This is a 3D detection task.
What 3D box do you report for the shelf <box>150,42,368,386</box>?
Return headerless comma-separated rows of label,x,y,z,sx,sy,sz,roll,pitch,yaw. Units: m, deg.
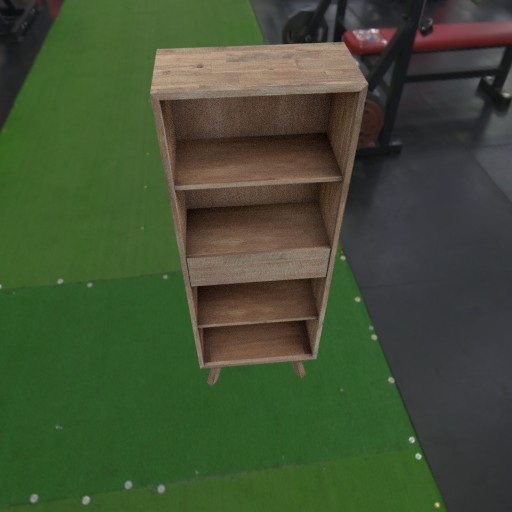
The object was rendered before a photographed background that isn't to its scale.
shelf,0.000,0.000,1.561,0.491,1.342,0.267,-4,47,-4
